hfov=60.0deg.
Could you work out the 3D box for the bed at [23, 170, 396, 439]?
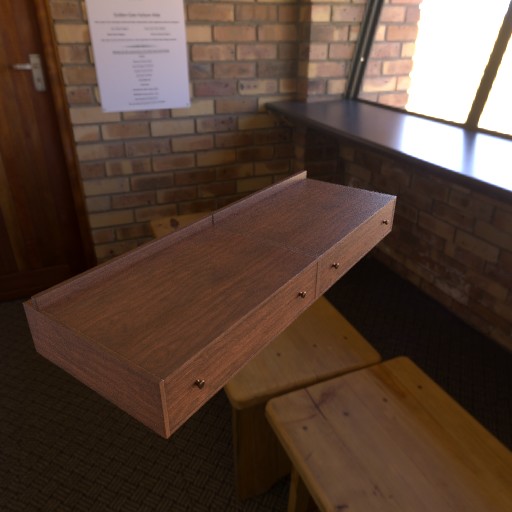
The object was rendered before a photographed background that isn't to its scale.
[{"bbox_3d":[0.000,0.000,2.334,0.787,0.326,2.057,18,32,31],"label":"bed"}]
